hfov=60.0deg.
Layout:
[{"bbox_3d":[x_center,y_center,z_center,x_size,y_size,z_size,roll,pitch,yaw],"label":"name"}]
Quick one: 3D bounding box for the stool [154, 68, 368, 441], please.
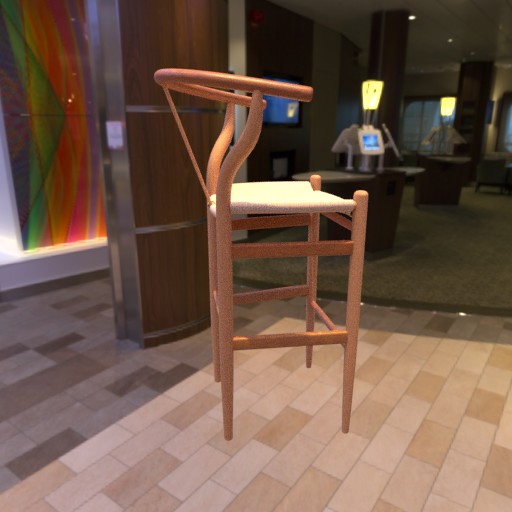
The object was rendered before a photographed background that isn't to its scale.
[{"bbox_3d":[0.000,0.000,1.394,0.561,1.068,0.574,-3,17,-10],"label":"stool"}]
